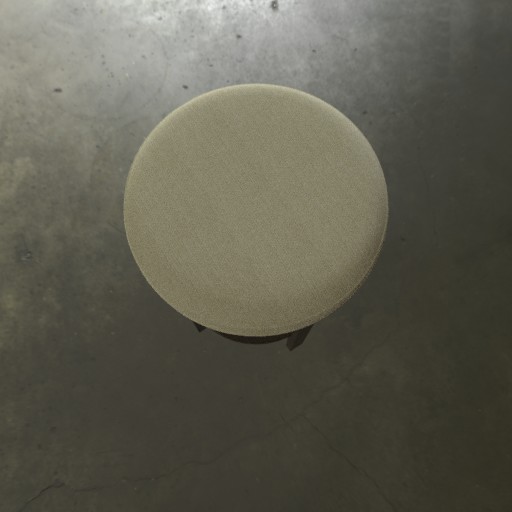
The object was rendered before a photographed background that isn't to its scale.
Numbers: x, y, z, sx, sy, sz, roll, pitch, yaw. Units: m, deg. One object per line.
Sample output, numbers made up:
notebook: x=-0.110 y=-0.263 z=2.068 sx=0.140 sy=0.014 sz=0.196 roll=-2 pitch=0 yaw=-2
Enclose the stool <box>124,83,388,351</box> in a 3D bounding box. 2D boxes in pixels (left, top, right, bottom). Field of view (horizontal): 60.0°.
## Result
stool: x=0.000 y=0.000 z=1.039 sx=0.446 sy=0.758 sz=0.446 roll=0 pitch=75 yaw=0
